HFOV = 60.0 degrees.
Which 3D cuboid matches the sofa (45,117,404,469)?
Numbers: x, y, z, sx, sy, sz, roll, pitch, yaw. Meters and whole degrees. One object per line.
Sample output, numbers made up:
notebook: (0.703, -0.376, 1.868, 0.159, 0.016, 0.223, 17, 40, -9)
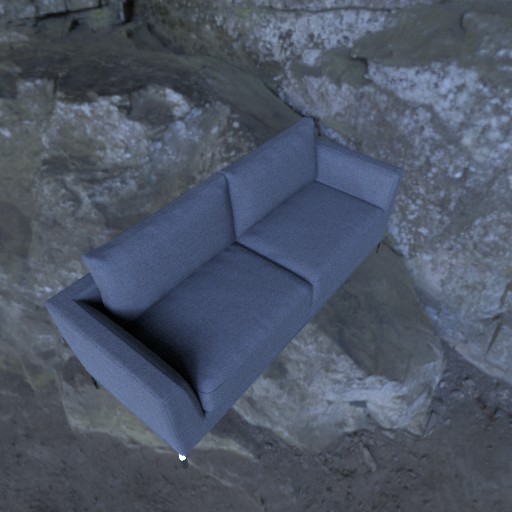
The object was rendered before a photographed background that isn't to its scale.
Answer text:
sofa: (0.000, 0.000, 2.729, 0.869, 1.002, 2.212, 29, 50, 27)
